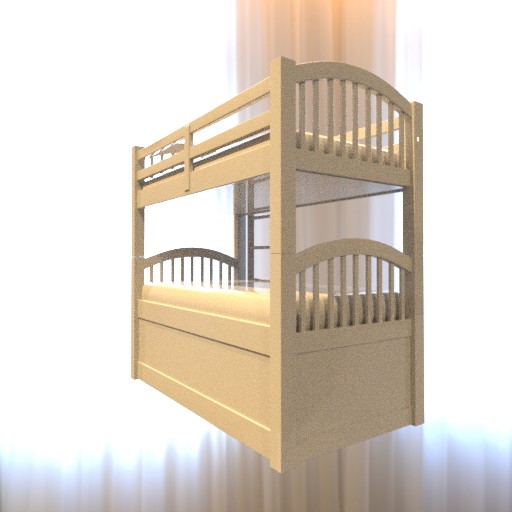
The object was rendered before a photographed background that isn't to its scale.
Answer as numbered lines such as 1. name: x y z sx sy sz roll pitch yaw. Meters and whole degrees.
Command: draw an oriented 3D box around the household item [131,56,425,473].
1. household item: 0.000 0.000 3.211 1.143 2.032 2.032 0 -1 -35
